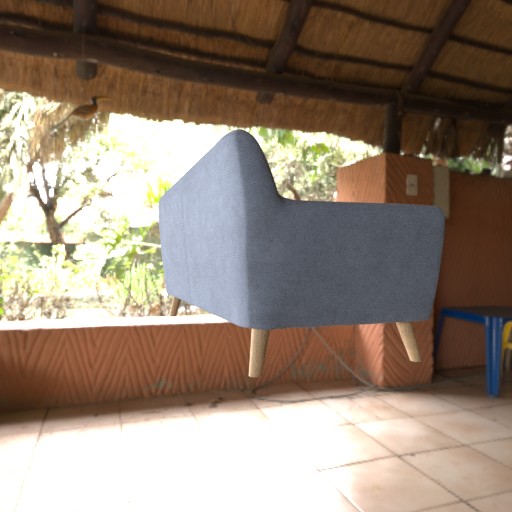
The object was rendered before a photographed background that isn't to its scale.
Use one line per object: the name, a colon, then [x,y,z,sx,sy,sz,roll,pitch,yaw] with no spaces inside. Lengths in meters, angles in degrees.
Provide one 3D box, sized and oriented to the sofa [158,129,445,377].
sofa: [0.000,0.000,2.411,0.830,0.830,1.970,0,-1,-20]
